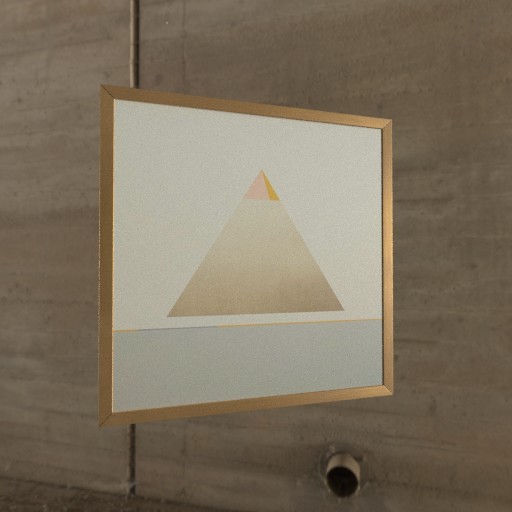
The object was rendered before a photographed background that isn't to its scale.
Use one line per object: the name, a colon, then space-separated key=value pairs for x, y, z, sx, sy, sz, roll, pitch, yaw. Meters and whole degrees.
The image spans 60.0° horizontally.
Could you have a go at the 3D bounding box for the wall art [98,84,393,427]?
wall art: x=0.000 y=0.000 z=0.458 sx=0.305 sy=0.303 sz=0.038 roll=0 pitch=-1 yaw=-19
